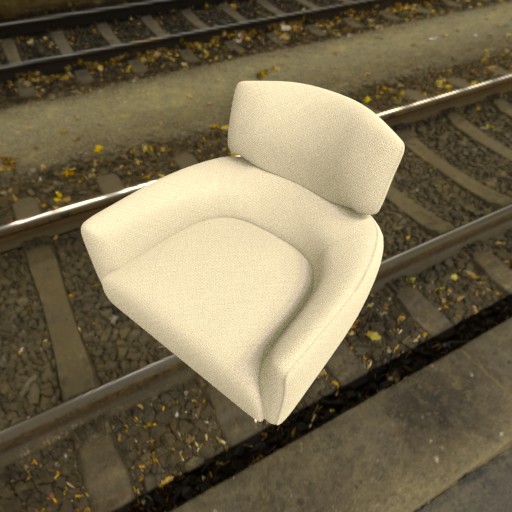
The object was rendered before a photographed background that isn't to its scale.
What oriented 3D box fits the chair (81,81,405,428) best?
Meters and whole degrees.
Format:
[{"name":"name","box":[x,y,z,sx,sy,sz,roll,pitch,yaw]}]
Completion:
[{"name":"chair","box":[0.000,0.000,1.362,0.760,0.810,0.730,31,53,27]}]
